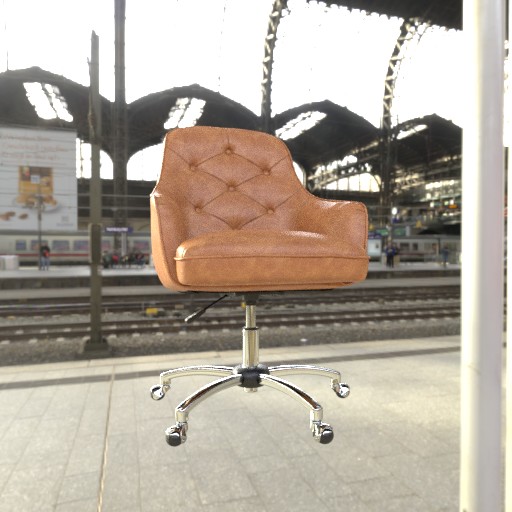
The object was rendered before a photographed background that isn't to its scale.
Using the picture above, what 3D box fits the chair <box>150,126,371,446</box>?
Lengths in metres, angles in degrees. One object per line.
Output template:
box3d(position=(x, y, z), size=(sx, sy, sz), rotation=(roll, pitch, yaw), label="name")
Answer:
box3d(position=(0.000, 0.000, 1.321), size=(0.628, 0.909, 0.615), rotation=(0, 1, -19), label="chair")
